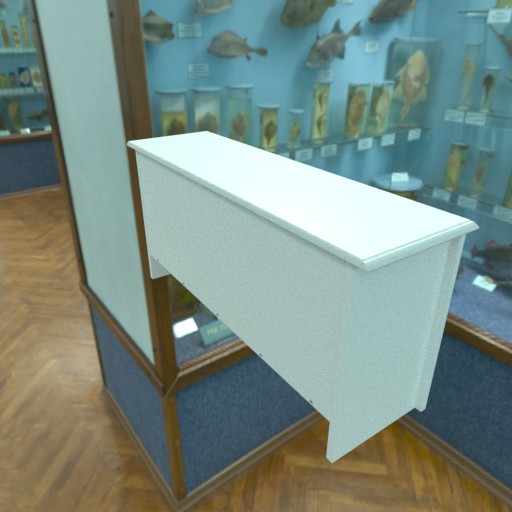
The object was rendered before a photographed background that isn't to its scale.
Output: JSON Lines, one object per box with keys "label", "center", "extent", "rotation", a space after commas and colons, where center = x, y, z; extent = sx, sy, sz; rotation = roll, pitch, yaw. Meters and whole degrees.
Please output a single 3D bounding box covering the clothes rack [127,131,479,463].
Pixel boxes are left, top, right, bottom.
{"label": "clothes rack", "center": [0.000, 0.000, 1.338], "extent": [0.324, 0.531, 1.120], "rotation": [-17, 32, -31]}
